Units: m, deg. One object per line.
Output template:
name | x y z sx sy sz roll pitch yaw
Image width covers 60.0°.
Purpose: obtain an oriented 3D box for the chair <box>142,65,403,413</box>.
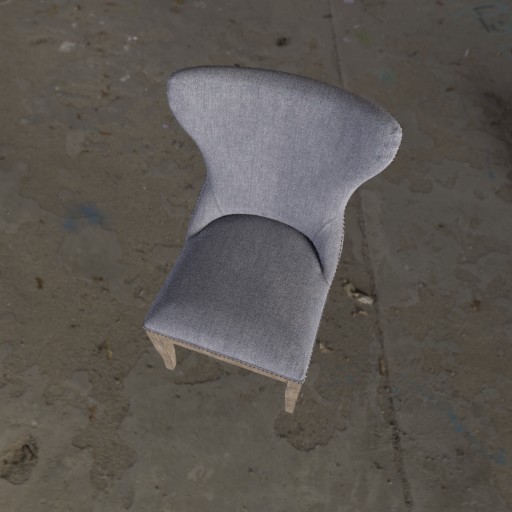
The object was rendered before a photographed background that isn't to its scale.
chair | 0.000 0.000 1.480 0.654 1.002 0.681 17 61 10
